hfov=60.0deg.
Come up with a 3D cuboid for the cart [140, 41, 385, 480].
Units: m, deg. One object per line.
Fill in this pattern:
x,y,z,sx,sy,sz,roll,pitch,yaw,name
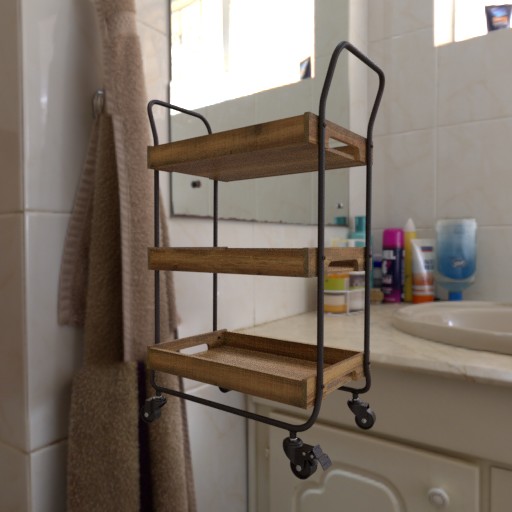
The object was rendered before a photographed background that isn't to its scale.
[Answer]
0.000,0.000,1.118,0.583,0.857,0.339,1,2,38,cart
